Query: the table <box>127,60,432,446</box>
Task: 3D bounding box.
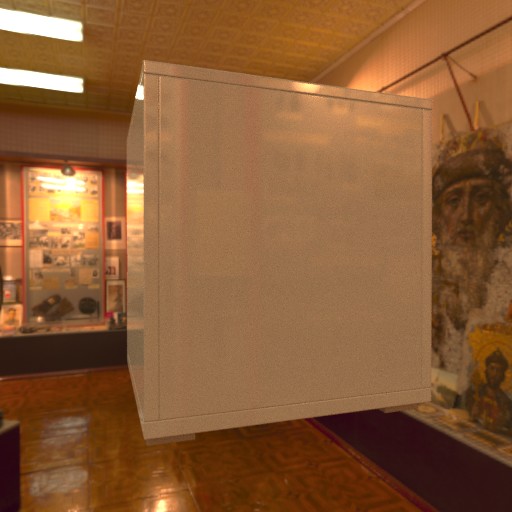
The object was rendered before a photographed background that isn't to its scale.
[{"bbox_3d":[0.000,0.000,0.785,0.420,0.470,0.400,0,1,-19],"label":"table"}]
